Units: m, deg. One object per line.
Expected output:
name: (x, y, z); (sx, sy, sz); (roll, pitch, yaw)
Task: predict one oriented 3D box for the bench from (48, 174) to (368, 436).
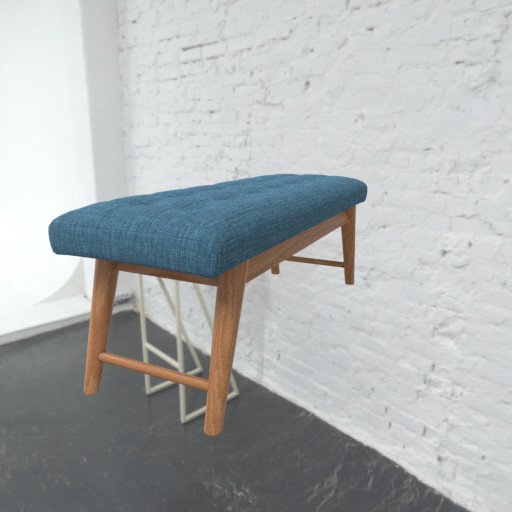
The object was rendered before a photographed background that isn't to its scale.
bench: (0.000, 0.000, 1.338); (0.406, 0.432, 1.118); (7, 16, 25)
